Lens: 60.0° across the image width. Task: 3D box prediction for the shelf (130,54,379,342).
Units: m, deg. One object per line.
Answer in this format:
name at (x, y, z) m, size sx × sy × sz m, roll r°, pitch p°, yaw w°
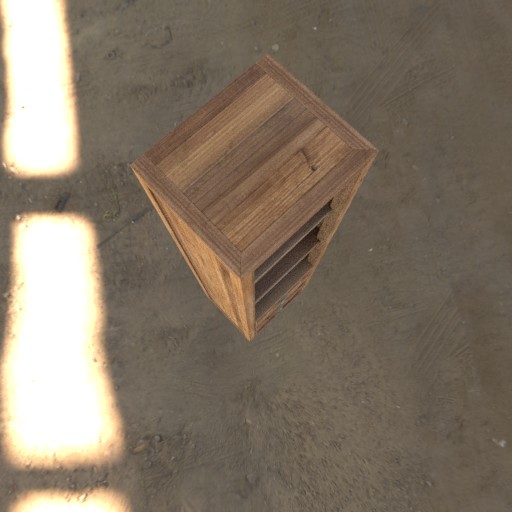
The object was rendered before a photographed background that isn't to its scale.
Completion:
shelf at (0.000, 0.000, 2.071) m, size 0.500 × 1.900 × 0.428 m, roll -43°, pitch 79°, yaw -11°
